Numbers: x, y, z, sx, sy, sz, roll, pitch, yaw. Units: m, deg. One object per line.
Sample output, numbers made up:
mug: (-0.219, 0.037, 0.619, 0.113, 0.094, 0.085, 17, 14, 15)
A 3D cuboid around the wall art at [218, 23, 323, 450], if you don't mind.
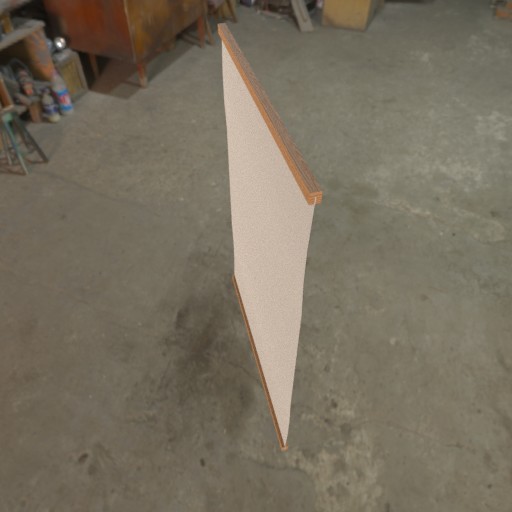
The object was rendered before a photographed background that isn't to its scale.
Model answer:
wall art: (0.000, 0.000, 1.280, 0.020, 1.016, 0.739, -10, 47, -10)
